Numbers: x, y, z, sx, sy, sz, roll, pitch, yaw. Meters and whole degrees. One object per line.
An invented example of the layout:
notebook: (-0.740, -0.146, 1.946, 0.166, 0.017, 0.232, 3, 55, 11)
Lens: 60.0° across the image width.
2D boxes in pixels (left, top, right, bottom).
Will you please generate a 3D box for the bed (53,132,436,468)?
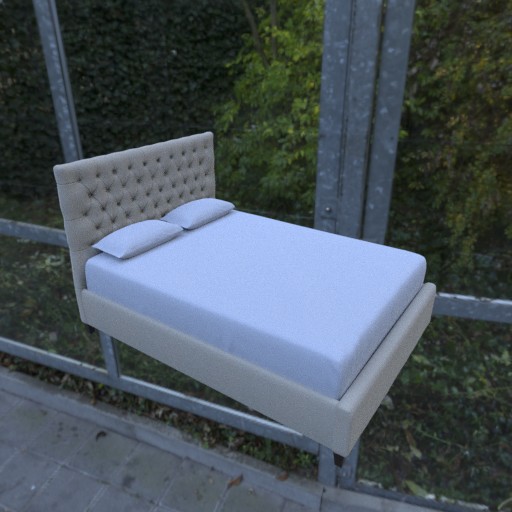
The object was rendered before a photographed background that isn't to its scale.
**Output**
bed: (0.000, 0.000, 3.431, 2.387, 1.427, 1.698, 17, 30, 31)
